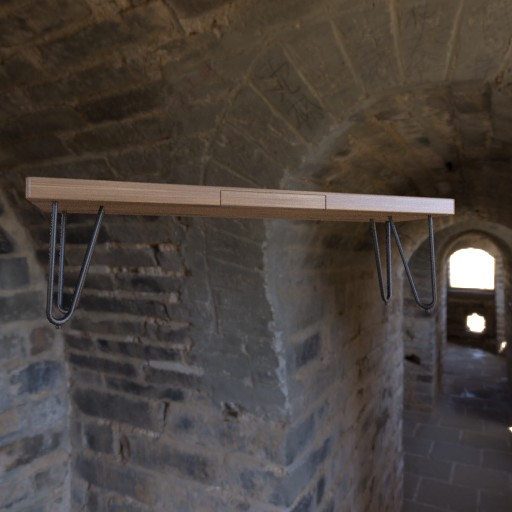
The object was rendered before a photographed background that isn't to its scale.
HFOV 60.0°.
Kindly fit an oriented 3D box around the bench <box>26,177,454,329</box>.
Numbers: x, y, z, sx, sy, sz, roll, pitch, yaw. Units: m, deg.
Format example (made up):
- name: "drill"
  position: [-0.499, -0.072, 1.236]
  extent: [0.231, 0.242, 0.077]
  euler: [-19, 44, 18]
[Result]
- name: "bench"
  position: [0.000, 0.000, 1.744]
  extent: [1.570, 0.462, 0.425]
  euler: [0, 0, -18]
